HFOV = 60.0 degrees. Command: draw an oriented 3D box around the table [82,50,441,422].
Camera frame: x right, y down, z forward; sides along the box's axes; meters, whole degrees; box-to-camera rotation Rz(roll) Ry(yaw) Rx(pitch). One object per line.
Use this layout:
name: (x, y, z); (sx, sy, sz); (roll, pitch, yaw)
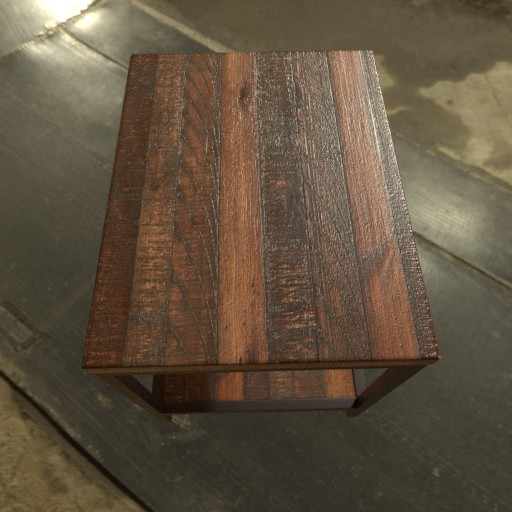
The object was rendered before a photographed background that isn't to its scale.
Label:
table: (0.000, 0.000, 1.073); (0.524, 0.612, 0.678); (-1, 62, -1)
